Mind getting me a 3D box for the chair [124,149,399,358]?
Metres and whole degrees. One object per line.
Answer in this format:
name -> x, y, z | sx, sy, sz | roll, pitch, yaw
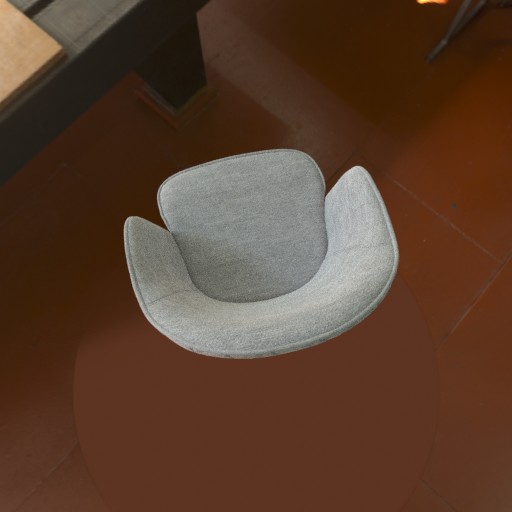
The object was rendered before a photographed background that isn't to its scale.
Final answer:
chair -> 0.000, 0.000, 1.144 | 0.540, 0.800, 0.530 | -13, 76, -3
